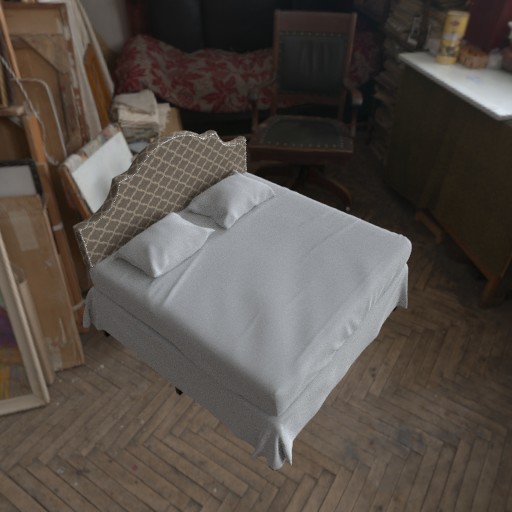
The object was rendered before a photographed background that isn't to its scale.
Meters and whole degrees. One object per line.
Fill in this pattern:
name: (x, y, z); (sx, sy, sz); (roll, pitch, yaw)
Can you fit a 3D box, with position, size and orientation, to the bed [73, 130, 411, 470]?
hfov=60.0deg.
bed: (0.000, 0.000, 3.744); (2.222, 1.601, 2.314); (28, 48, 28)
